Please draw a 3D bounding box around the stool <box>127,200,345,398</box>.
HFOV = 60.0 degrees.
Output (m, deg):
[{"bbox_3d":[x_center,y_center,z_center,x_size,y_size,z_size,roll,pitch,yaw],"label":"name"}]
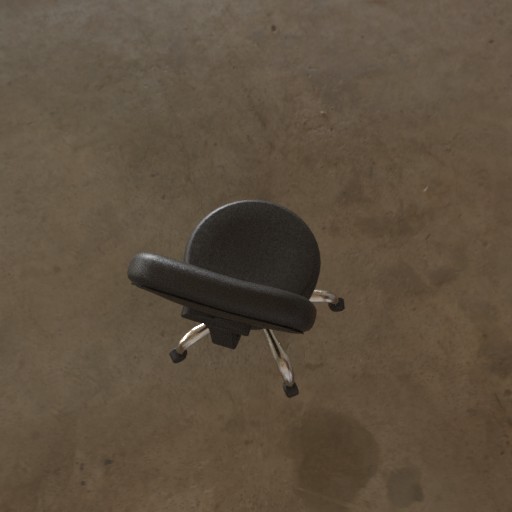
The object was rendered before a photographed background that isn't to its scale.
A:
[{"bbox_3d":[0.000,0.000,1.362,0.673,0.862,0.648,15,65,7],"label":"stool"}]
